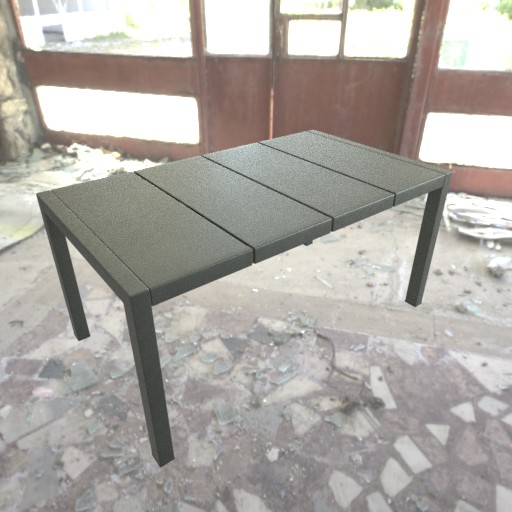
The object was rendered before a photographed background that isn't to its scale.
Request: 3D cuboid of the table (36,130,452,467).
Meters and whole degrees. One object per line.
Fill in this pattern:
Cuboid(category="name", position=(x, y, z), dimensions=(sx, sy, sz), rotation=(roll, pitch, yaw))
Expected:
Cuboid(category="table", position=(0.000, 0.000, 1.292), dimensions=(0.965, 0.460, 0.559), rotation=(-22, 37, -32))
